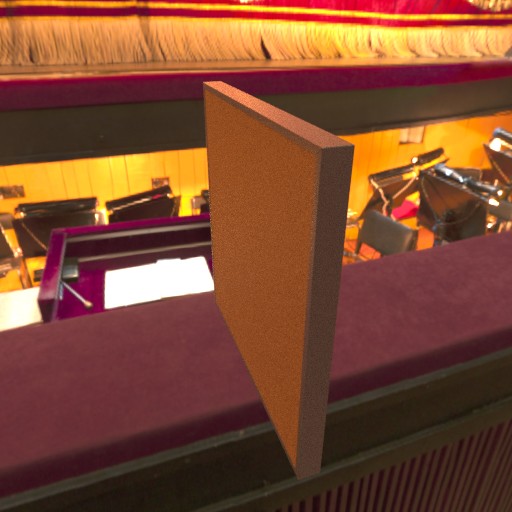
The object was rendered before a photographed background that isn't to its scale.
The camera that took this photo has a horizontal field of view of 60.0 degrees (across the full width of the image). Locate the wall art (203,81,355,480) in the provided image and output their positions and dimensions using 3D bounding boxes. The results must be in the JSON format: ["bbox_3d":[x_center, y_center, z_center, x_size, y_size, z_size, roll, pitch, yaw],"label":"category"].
[{"bbox_3d":[0.000,0.000,0.528,0.028,0.349,0.349,-9,30,-17],"label":"wall art"}]
